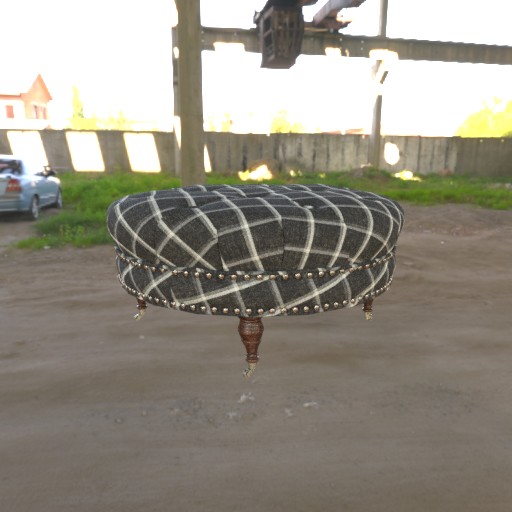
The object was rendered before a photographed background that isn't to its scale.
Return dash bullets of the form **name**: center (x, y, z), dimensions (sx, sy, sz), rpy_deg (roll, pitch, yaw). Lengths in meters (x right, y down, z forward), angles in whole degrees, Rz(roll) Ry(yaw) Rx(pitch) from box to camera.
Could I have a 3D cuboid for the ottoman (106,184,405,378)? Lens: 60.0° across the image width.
- **ottoman**: center (0.000, 0.000, 1.422), dimensions (0.901, 0.439, 0.901), rpy_deg (0, 13, 0)
